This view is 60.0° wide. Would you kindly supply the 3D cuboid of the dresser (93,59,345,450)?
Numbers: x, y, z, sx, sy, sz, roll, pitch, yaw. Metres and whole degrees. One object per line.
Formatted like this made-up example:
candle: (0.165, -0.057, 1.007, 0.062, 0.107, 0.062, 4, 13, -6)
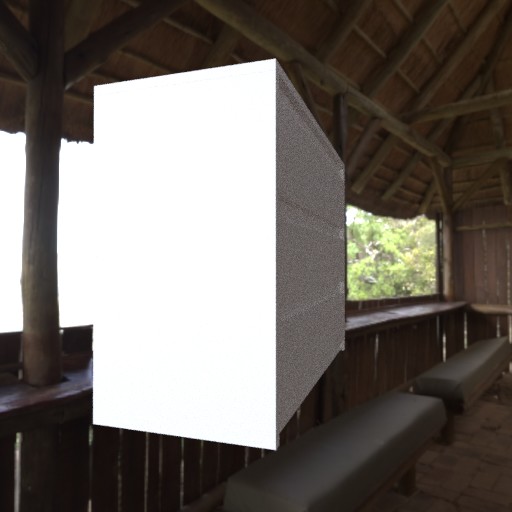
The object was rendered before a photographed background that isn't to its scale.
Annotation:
dresser: (0.000, 0.000, 1.522, 0.460, 0.820, 1.100, 0, -1, 19)
